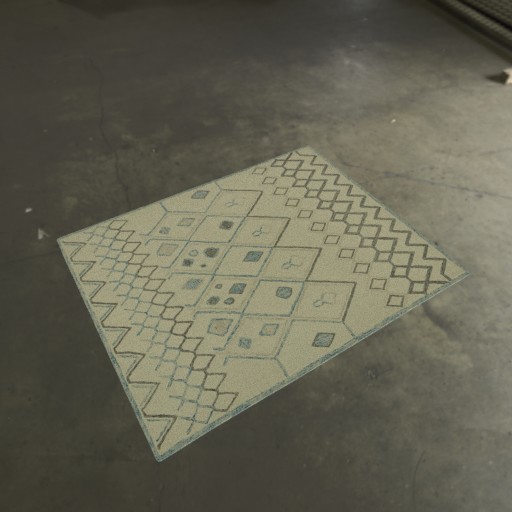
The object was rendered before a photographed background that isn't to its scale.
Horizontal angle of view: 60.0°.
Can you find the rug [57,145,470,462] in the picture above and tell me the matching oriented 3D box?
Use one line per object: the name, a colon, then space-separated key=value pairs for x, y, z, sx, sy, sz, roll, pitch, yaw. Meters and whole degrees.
rug: x=0.000 y=0.000 z=4.155 sx=3.056 sy=0.013 sz=2.441 roll=-25 pitch=52 yaw=-21
